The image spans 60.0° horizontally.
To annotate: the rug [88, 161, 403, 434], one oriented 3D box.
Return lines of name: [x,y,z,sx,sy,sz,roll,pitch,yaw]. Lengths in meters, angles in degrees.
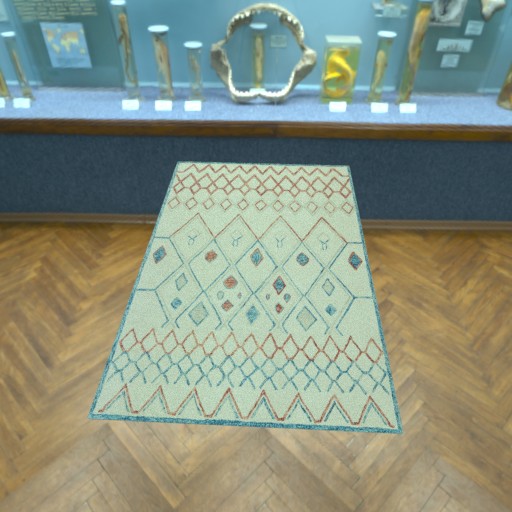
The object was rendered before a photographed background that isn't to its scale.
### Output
rug: [0.000,0.000,3.031,1.524,0.015,2.438,2,42,2]
